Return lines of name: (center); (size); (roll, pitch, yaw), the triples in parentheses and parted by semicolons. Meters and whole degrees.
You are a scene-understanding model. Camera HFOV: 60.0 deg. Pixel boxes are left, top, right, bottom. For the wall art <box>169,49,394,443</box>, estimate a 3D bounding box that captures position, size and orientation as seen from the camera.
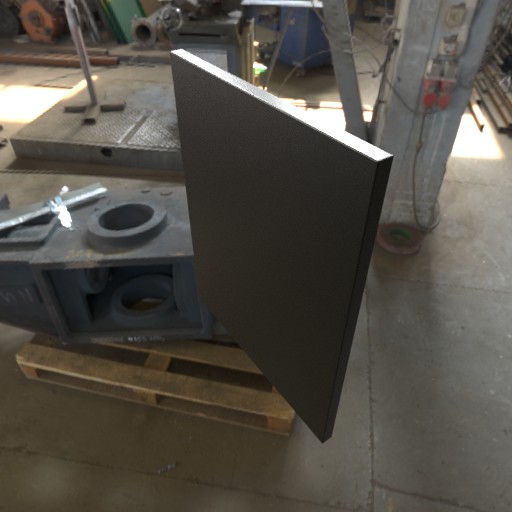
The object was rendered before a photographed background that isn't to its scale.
wall art: (0.000, 0.000, 1.608); (0.053, 1.194, 0.950); (-25, 46, -26)
